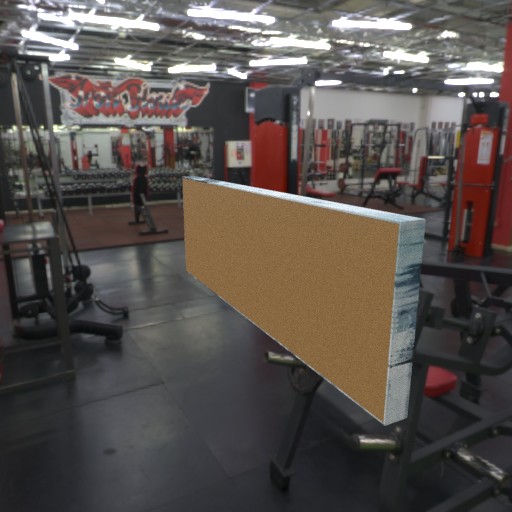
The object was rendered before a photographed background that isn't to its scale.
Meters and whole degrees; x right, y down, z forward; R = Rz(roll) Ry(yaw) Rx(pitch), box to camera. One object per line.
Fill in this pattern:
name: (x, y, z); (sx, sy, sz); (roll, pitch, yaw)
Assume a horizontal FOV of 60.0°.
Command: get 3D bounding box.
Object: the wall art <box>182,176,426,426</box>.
wall art: (0.000, 0.000, 0.842); (0.037, 0.251, 0.759); (-7, 16, -26)
